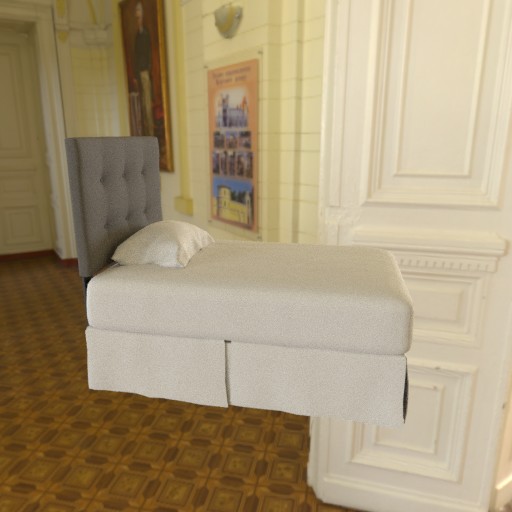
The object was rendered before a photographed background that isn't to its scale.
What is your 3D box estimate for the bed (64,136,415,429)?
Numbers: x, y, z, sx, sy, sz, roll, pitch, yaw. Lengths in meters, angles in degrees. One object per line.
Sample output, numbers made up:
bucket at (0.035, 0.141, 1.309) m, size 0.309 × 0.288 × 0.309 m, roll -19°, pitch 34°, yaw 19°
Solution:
bed at (0.000, 0.000, 3.020) m, size 1.997 × 1.571 × 1.261 m, roll 3°, pitch 16°, yaw 11°
